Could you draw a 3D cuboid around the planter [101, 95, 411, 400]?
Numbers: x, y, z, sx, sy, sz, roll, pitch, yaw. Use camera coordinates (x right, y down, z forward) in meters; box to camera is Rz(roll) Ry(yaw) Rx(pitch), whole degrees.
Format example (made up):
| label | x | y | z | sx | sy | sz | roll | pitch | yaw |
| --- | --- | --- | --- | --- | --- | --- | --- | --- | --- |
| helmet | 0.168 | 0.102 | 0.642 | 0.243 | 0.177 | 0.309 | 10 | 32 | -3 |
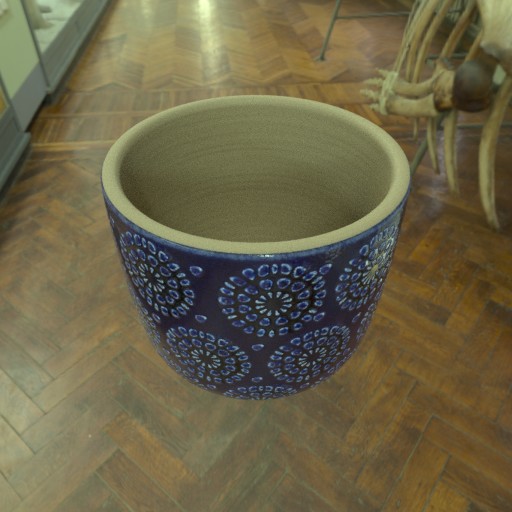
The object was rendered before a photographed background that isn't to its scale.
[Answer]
| label | x | y | z | sx | sy | sz | roll | pitch | yaw |
| --- | --- | --- | --- | --- | --- | --- | --- | --- | --- |
| planter | 0.000 | 0.000 | 0.288 | 0.165 | 0.149 | 0.165 | 0 | 42 | 0 |
